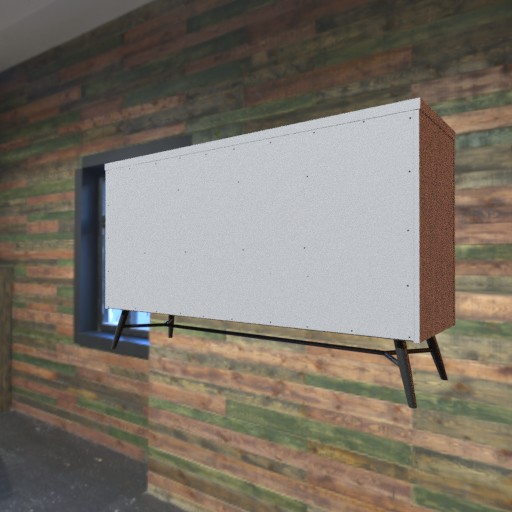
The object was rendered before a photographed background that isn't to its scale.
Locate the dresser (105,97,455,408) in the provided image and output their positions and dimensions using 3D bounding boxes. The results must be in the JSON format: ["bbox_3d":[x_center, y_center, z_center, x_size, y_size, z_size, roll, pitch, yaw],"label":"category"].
[{"bbox_3d":[0.000,0.000,1.922,1.524,0.914,0.457,0,0,36],"label":"dresser"}]
